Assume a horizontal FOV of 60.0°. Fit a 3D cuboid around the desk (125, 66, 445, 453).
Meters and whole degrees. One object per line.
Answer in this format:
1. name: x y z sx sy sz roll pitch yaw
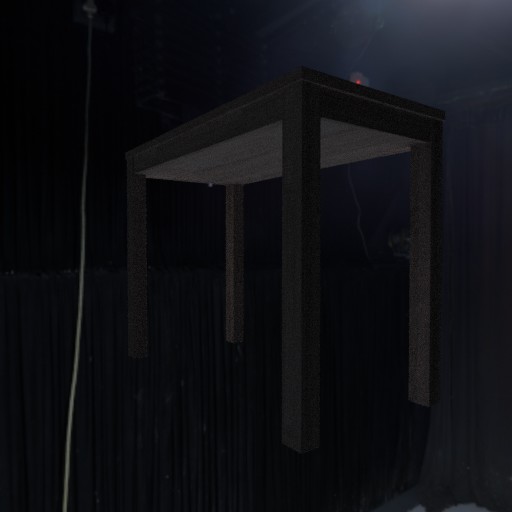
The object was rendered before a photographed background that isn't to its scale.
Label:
1. desk: 0.000 0.000 1.413 0.495 0.762 0.991 -1 2 -36
